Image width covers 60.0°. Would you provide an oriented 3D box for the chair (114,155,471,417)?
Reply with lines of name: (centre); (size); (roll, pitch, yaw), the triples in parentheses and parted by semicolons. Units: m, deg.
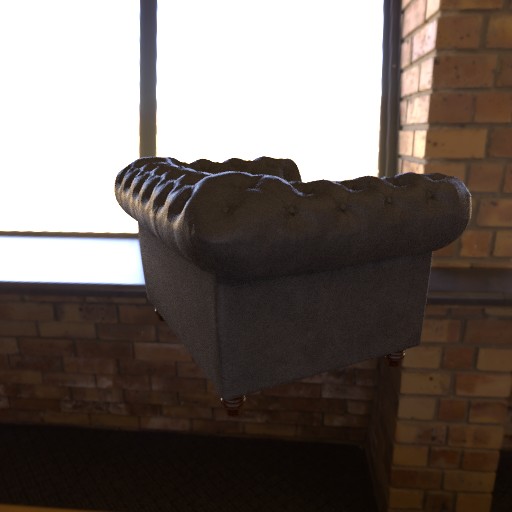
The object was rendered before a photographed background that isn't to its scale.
chair: (0.000, 0.000, 1.843); (0.943, 0.780, 1.298); (-8, 18, -26)
